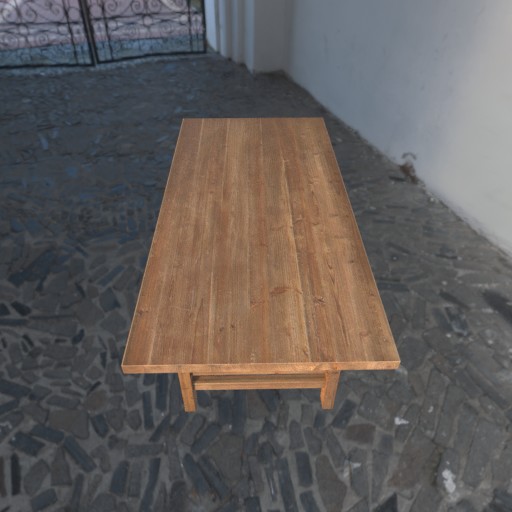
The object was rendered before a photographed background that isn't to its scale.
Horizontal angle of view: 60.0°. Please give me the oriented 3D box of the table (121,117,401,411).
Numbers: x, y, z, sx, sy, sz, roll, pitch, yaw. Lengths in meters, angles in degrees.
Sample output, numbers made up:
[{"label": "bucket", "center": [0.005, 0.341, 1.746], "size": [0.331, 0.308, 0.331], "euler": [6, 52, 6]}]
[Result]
[{"label": "table", "center": [0.000, 0.000, 2.512], "size": [0.952, 0.760, 2.003], "euler": [-1, 41, -1]}]
